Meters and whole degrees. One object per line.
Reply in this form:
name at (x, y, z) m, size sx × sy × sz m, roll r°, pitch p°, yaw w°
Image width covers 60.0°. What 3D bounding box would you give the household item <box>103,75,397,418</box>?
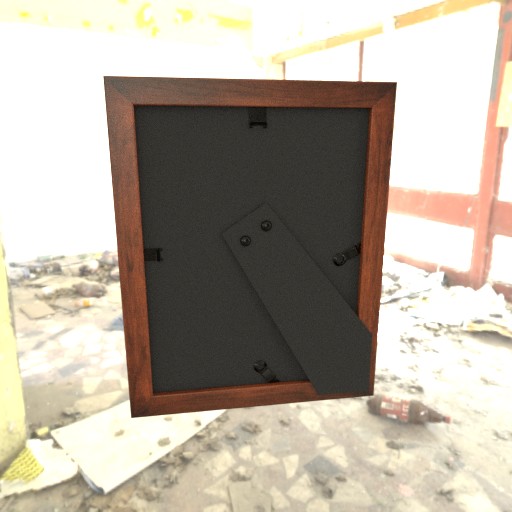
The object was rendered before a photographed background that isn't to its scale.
household item at (0.000, 0.000, 0.337) m, size 0.200 × 0.250 × 0.020 m, roll -2°, pitch 15°, yaw -9°
